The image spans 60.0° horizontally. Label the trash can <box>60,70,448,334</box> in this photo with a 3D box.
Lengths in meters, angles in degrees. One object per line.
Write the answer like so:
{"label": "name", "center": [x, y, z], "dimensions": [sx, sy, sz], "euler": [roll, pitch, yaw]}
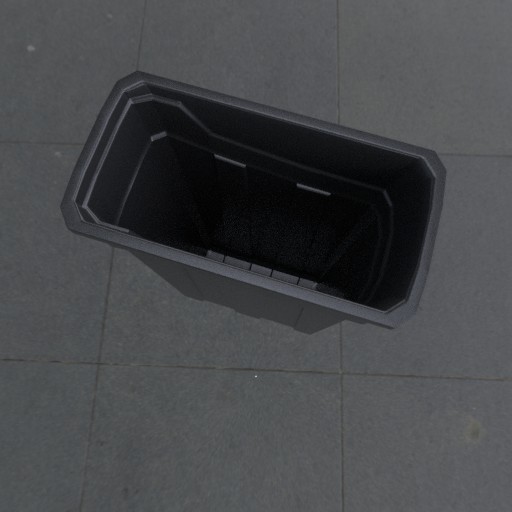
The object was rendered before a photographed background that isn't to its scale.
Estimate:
{"label": "trash can", "center": [0.000, 0.000, 1.023], "dimensions": [0.559, 0.762, 0.281], "euler": [17, 75, 4]}
